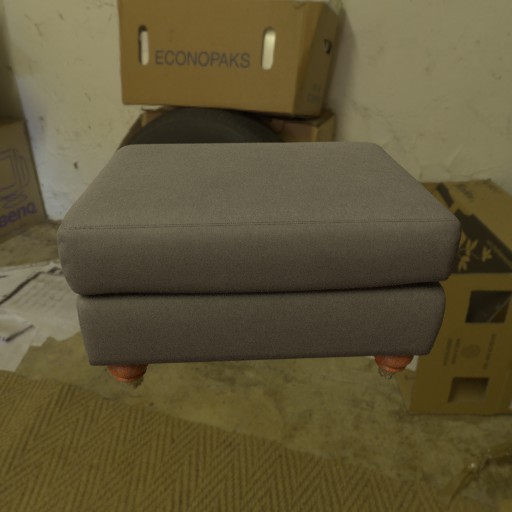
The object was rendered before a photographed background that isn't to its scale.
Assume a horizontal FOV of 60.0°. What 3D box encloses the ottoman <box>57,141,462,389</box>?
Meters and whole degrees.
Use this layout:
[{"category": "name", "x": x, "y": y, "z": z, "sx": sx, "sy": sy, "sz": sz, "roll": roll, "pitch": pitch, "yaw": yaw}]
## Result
[{"category": "ottoman", "x": 0.000, "y": 0.000, "z": 1.131, "sx": 0.773, "sy": 0.497, "sz": 0.574, "roll": -1, "pitch": 29, "yaw": -3}]
